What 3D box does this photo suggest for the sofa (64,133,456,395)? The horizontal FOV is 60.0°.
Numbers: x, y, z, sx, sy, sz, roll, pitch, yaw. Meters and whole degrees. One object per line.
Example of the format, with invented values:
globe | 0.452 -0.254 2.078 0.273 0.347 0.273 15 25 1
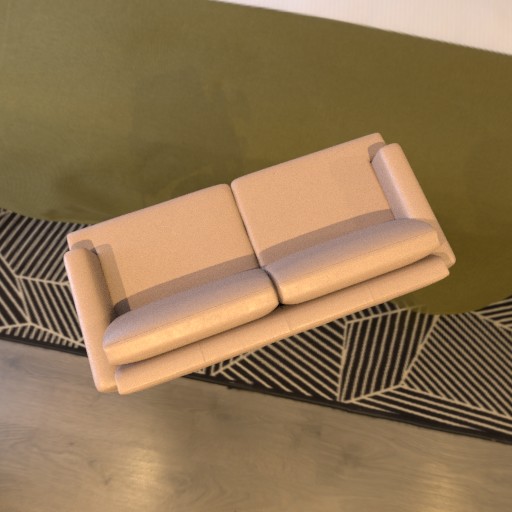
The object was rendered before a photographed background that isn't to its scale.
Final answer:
sofa | 0.000 0.000 2.439 1.940 0.765 0.974 -19 76 -5
